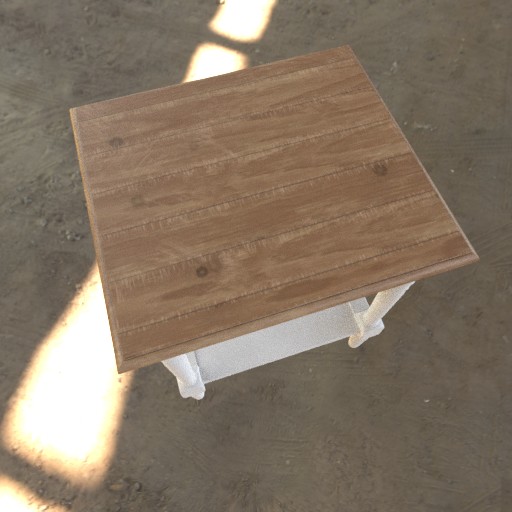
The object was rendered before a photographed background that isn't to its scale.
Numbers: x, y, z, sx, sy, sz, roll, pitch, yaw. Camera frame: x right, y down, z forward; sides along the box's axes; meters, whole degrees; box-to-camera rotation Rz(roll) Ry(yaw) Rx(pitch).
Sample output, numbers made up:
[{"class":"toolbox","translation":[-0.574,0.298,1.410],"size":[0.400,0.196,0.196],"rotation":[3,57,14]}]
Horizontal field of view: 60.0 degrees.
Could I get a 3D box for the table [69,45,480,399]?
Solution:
[{"class":"table","translation":[0.000,0.000,0.919],"size":[0.508,0.561,0.457],"rotation":[-16,65,-8]}]
